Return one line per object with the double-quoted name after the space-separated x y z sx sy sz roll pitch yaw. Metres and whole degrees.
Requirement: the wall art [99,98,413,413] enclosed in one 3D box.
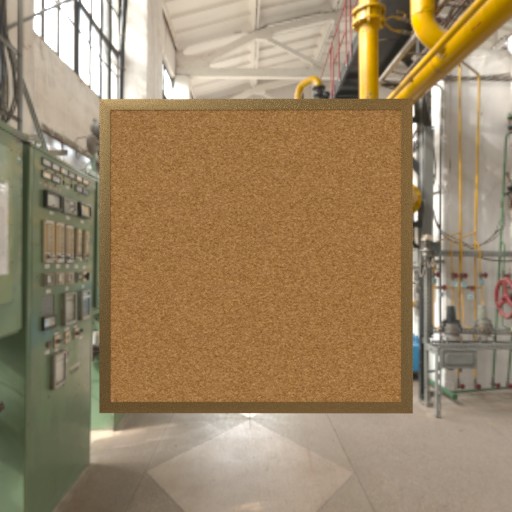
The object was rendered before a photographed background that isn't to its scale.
0.000 0.000 0.449 0.304 0.305 0.038 0 0 0 "wall art"
